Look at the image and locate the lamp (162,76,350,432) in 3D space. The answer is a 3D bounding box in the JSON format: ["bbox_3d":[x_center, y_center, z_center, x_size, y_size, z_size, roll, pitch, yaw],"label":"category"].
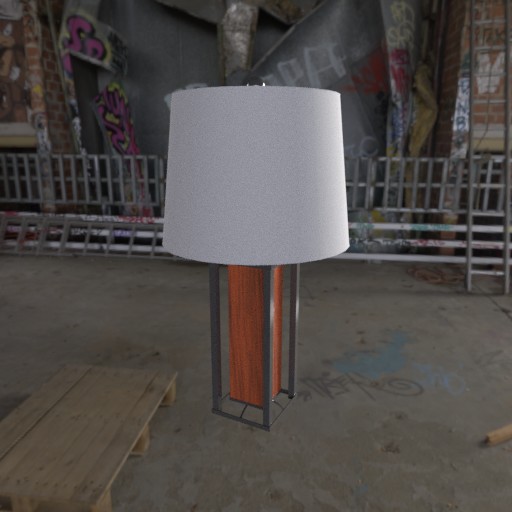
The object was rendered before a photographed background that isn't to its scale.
[{"bbox_3d":[0.000,0.000,0.780,0.320,0.591,0.320,0,14,0],"label":"lamp"}]
